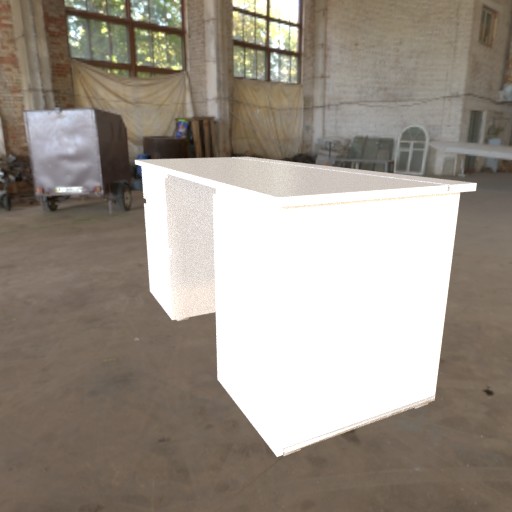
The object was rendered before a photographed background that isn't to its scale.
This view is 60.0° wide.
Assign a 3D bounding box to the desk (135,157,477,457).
[{"bbox_3d":[0.000,0.000,1.947,0.670,0.760,1.580,-8,17,-25],"label":"desk"}]
